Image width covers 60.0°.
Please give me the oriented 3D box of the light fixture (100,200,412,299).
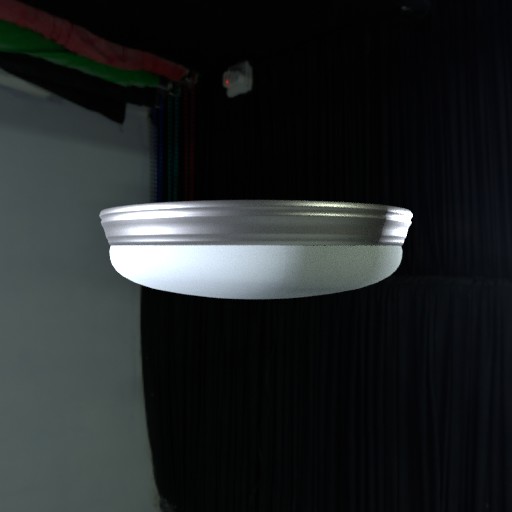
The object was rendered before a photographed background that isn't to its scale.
[{"bbox_3d":[0.000,0.000,0.553,0.368,0.100,0.368,0,1,0],"label":"light fixture"}]
